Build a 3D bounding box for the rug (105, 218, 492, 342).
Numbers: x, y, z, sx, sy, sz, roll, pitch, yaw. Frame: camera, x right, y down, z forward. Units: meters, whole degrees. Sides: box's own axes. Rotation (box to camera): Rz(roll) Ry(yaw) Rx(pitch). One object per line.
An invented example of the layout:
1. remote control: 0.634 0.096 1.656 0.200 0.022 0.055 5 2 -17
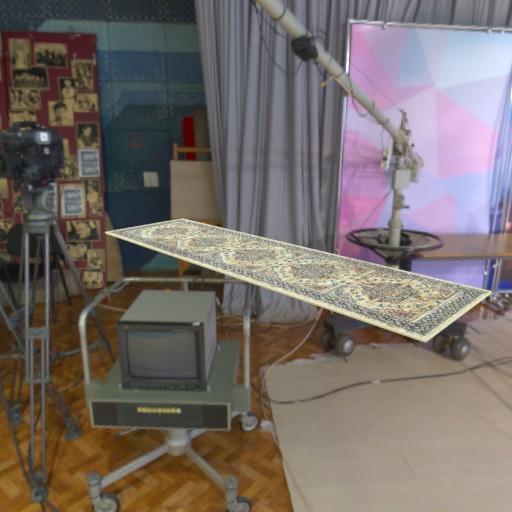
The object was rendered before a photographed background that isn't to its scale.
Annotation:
1. rug: 0.000 0.000 2.520 2.297 0.013 0.661 16 22 43
